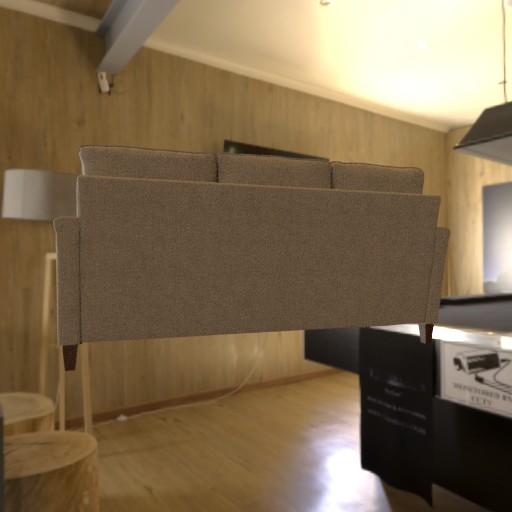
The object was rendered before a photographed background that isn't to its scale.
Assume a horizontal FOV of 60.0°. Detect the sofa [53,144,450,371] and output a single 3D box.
[{"bbox_3d":[0.000,0.000,2.385,1.925,0.959,0.828,0,0,-19],"label":"sofa"}]
